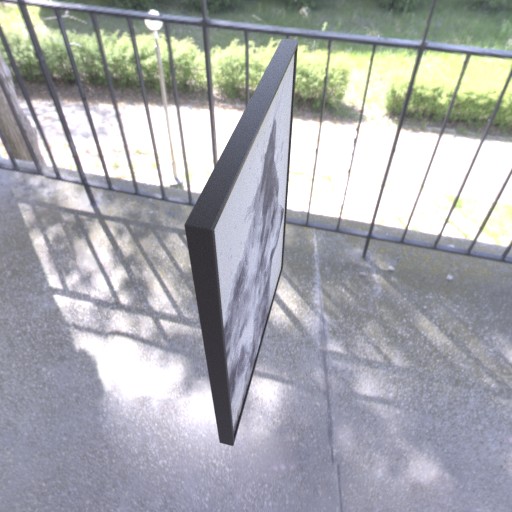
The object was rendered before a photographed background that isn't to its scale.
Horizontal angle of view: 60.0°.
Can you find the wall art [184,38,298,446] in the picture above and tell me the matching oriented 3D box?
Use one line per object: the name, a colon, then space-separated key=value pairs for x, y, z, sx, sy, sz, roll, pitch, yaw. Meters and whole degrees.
wall art: x=0.000 y=0.000 z=0.764 sx=0.028 sy=0.551 sz=0.451 roll=10 pitch=48 yaw=9
